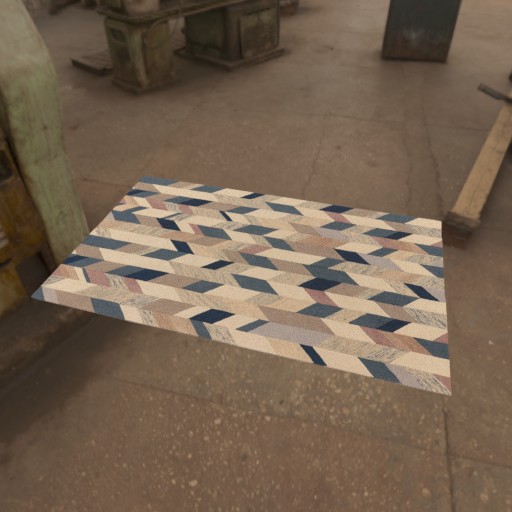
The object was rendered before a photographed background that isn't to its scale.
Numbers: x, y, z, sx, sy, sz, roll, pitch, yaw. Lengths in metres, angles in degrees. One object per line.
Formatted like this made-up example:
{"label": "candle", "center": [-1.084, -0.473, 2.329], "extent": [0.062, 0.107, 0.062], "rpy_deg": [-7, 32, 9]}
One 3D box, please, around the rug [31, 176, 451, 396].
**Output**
{"label": "rug", "center": [0.000, 0.000, 2.979], "extent": [2.423, 0.008, 1.513], "rpy_deg": [10, 41, 12]}
